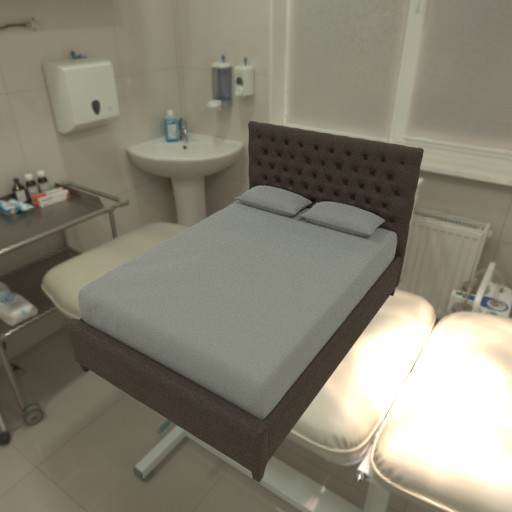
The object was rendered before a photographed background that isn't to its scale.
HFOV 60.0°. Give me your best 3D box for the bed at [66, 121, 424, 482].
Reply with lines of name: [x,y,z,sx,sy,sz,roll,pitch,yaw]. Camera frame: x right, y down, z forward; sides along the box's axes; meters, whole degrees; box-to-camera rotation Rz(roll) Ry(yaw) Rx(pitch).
bed: [0.000,0.000,3.459,1.698,1.427,2.387,19,35,29]
